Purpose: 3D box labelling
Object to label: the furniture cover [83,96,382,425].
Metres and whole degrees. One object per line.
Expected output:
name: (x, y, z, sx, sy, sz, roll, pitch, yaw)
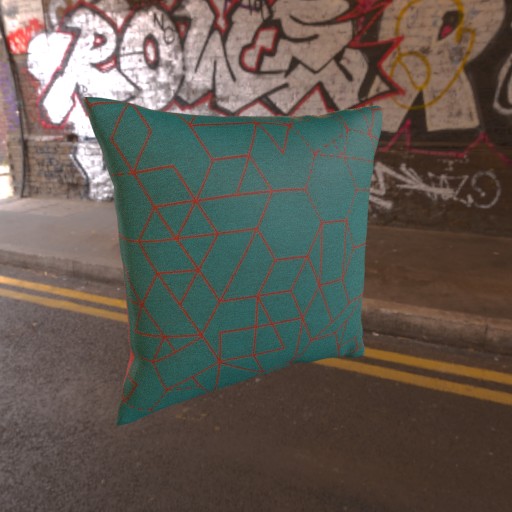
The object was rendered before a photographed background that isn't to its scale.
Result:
furniture cover: (0.000, 0.000, 0.769, 0.517, 0.508, 0.158, -9, 19, -27)
